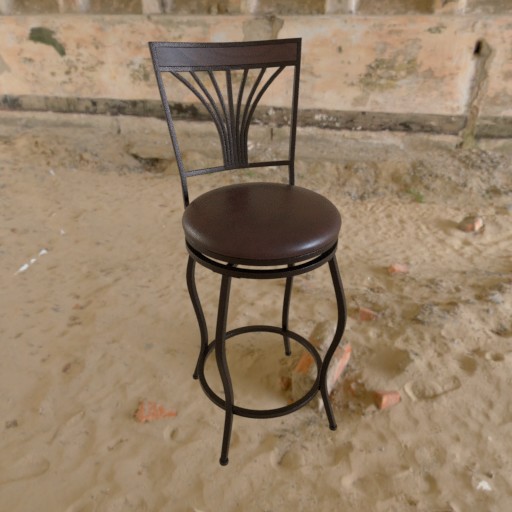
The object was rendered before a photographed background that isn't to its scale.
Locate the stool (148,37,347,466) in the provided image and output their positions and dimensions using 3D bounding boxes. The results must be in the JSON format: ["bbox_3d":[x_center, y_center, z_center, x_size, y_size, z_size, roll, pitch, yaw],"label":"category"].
[{"bbox_3d":[0.000,0.000,1.301,0.433,1.117,0.514,-10,32,-17],"label":"stool"}]
